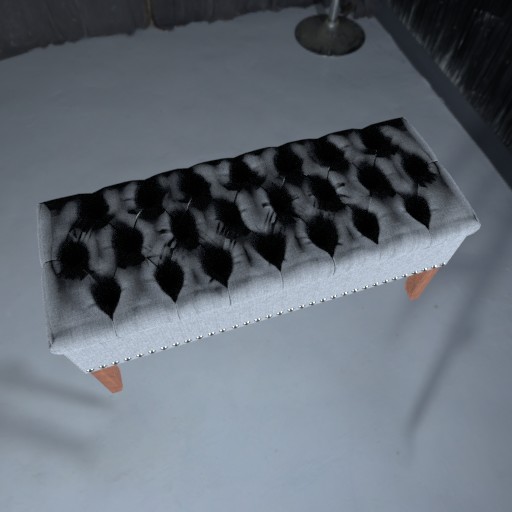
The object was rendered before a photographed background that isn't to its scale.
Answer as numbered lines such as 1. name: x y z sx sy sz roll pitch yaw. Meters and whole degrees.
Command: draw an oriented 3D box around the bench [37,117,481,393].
1. bench: 0.000 0.000 1.285 1.052 0.470 0.417 -15 60 -9
